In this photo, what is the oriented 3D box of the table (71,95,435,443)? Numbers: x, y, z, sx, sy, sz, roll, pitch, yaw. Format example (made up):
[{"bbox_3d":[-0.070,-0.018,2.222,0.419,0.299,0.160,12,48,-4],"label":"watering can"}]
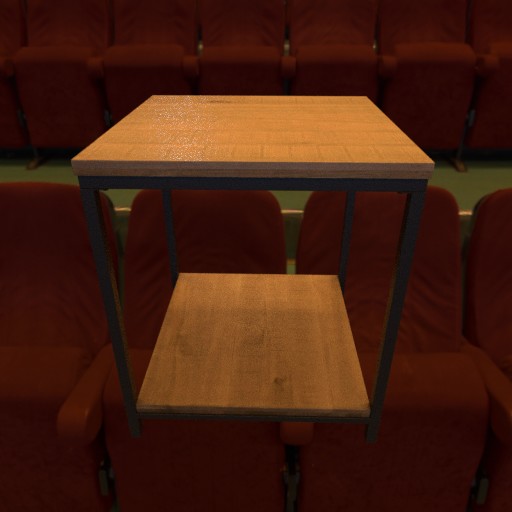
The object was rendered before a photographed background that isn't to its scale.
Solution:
[{"bbox_3d":[0.000,0.000,0.981,0.507,0.589,0.503,1,30,1],"label":"table"}]
